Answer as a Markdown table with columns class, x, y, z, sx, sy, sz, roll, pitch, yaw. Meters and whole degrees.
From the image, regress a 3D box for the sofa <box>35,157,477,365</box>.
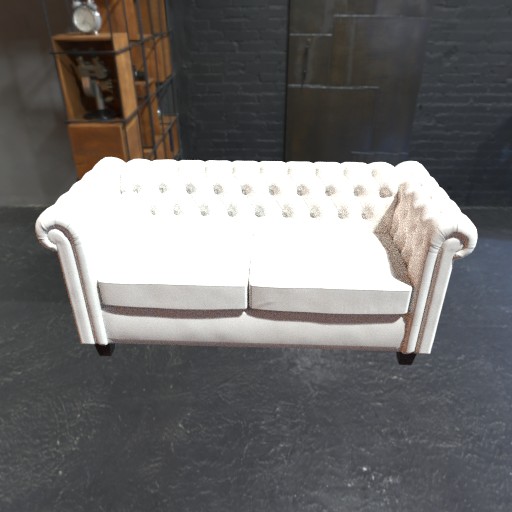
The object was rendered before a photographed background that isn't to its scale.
| class | x | y | z | sx | sy | sz | roll | pitch | yaw |
| --- | --- | --- | --- | --- | --- | --- | --- | --- | --- |
| sofa | 0.000 | 0.000 | 2.253 | 1.798 | 0.796 | 0.771 | 1 | 30 | 2 |
